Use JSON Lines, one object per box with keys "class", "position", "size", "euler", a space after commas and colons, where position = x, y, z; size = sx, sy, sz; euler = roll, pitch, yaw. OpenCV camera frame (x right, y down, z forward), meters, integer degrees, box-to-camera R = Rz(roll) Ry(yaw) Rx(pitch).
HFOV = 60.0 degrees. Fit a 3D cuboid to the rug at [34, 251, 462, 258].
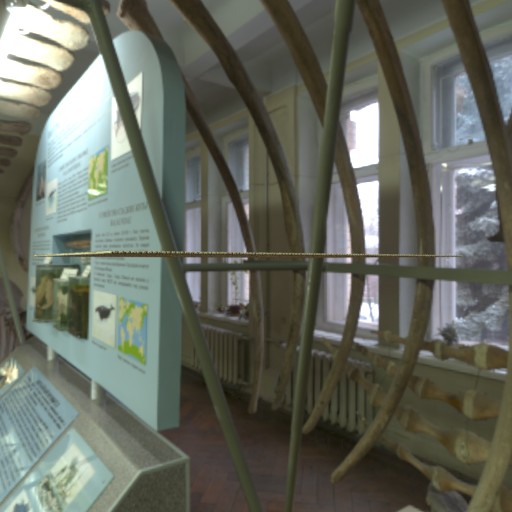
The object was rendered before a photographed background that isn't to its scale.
{"class": "rug", "position": [0.000, 0.000, 2.966], "size": [2.439, 0.011, 1.533], "euler": [0, -1, -36]}
